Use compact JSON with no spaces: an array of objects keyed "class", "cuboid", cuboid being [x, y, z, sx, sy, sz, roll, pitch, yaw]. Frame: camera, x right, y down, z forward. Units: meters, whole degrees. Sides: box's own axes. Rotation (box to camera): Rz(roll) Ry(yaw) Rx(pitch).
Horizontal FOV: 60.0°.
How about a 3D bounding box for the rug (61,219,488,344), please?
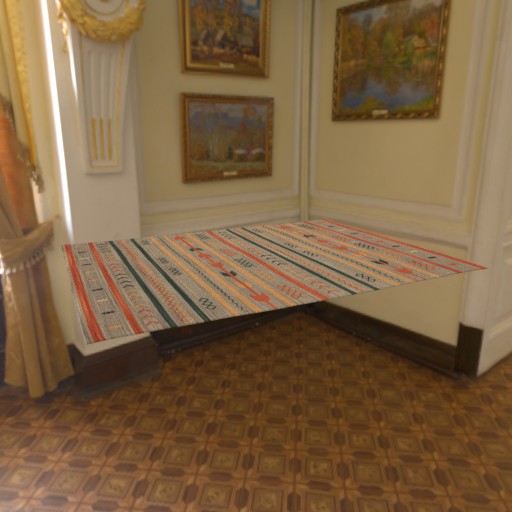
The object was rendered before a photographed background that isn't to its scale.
[{"class":"rug","cuboid":[0.000,0.000,3.863,3.029,0.022,2.263,-7,17,-25]}]
